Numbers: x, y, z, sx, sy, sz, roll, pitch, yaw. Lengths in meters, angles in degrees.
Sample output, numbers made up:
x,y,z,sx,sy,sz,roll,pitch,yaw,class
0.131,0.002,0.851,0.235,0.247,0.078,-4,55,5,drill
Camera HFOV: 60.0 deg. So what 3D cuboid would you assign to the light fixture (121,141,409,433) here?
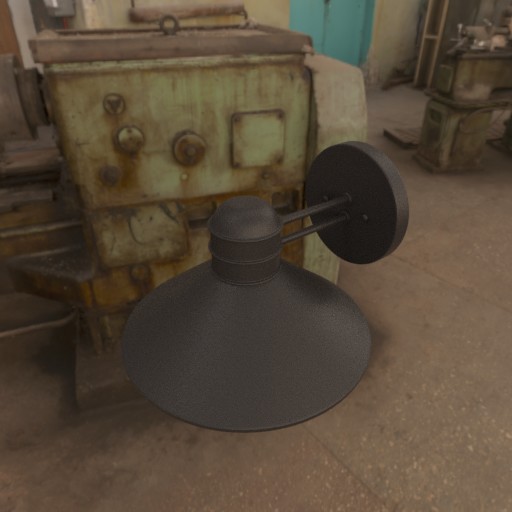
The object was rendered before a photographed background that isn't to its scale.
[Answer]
x,y,z,sx,sy,sz,roll,pitch,yaw,class
0.000,0.000,0.665,0.434,0.265,0.396,-21,38,-30,light fixture
